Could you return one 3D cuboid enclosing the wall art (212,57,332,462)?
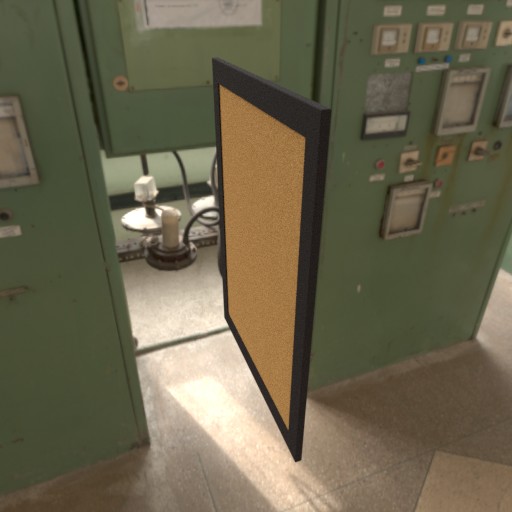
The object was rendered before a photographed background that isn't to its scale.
[{"bbox_3d":[0.000,0.000,0.695,0.012,0.529,0.374,-11,33,-17],"label":"wall art"}]
